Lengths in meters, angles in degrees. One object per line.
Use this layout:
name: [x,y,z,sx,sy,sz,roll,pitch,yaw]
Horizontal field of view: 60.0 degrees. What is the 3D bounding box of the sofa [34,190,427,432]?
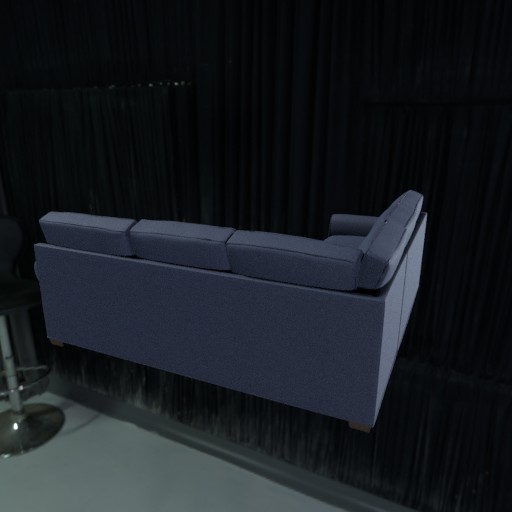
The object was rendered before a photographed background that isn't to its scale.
sofa: [0.000,0.000,3.852,2.562,1.042,2.487,8,19,24]
